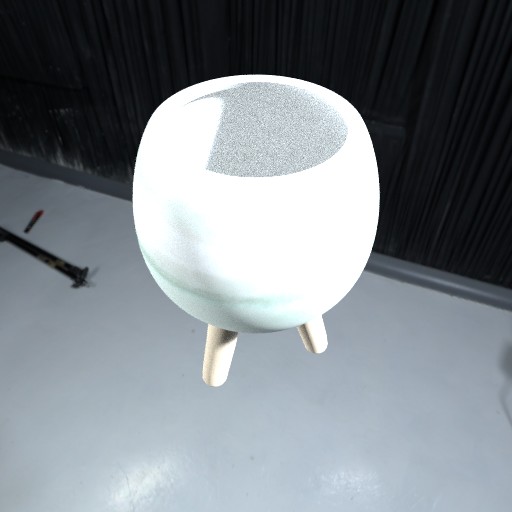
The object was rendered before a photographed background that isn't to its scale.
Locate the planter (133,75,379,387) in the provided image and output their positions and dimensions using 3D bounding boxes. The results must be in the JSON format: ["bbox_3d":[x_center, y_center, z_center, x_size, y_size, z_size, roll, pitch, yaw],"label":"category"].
[{"bbox_3d":[0.000,0.000,0.335,0.161,0.224,0.161,0,46,0],"label":"planter"}]
